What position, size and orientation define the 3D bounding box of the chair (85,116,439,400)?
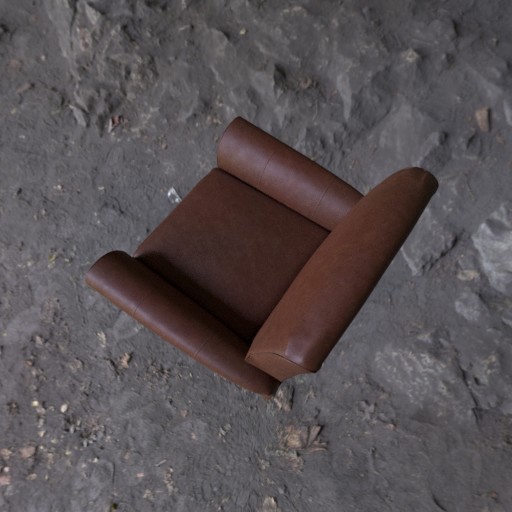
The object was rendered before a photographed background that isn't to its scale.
[{"bbox_3d":[0.000,0.000,1.776,0.902,1.061,0.978,33,69,15],"label":"chair"}]
